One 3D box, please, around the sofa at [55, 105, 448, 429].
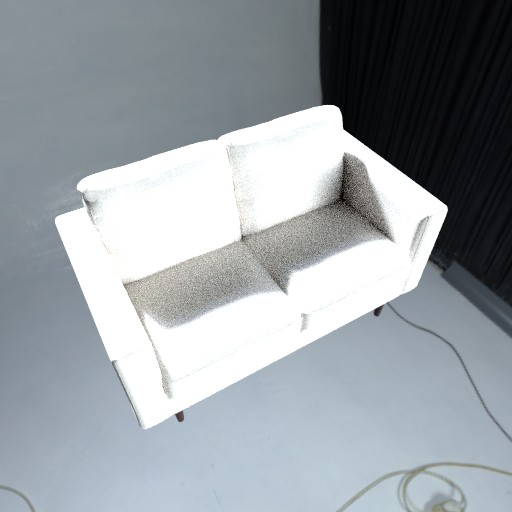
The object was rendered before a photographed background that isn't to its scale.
[{"bbox_3d":[0.000,0.000,1.961,1.430,0.908,0.796,-23,51,-20],"label":"sofa"}]
